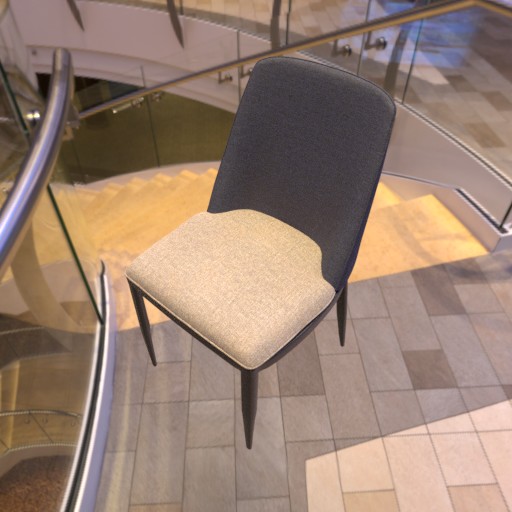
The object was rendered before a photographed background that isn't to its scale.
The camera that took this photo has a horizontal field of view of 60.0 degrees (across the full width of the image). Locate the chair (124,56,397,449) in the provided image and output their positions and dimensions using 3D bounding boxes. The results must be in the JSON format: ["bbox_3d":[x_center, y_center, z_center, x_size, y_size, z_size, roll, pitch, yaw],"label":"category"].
[{"bbox_3d":[0.000,0.000,1.171,0.480,0.839,0.551,31,52,28],"label":"chair"}]
